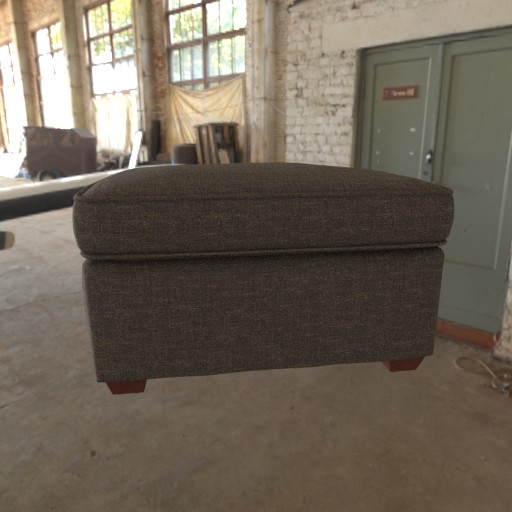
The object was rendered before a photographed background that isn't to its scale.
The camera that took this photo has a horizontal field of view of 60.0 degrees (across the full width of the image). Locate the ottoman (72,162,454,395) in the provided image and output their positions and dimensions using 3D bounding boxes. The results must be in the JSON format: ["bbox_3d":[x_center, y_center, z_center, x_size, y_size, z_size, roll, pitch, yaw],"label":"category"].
[{"bbox_3d":[0.000,0.000,1.104,0.749,0.450,0.549,-2,15,-9],"label":"ottoman"}]
